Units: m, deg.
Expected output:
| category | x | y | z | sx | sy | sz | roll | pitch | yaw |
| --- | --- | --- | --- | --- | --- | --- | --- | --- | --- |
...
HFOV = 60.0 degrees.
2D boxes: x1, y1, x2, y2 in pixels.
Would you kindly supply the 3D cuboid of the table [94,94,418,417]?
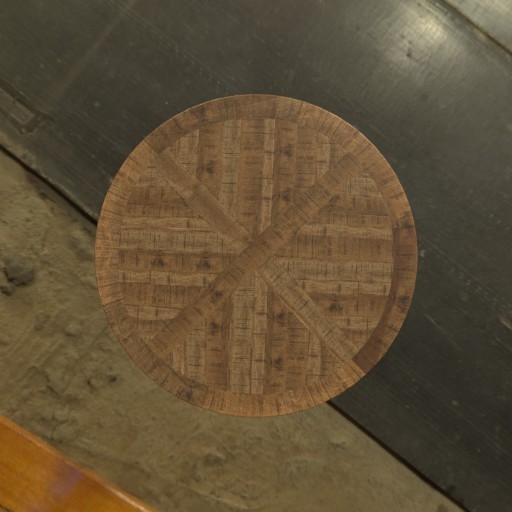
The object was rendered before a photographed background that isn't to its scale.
| category | x | y | z | sx | sy | sz | roll | pitch | yaw |
| --- | --- | --- | --- | --- | --- | --- | --- | --- | --- |
| table | 0.000 | 0.000 | 1.987 | 1.264 | 0.516 | 1.264 | 0 | 89 | 0 |
